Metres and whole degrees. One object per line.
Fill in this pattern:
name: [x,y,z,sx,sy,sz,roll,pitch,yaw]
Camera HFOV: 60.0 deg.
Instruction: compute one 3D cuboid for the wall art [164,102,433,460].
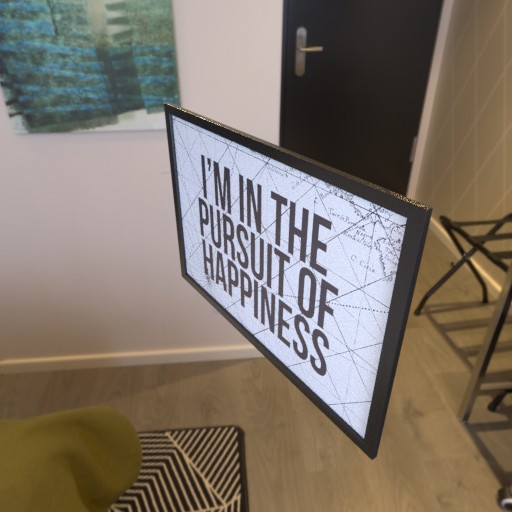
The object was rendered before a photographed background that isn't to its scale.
wall art: [0.000,0.000,1.035,0.015,0.552,0.819,-20,37,-30]
